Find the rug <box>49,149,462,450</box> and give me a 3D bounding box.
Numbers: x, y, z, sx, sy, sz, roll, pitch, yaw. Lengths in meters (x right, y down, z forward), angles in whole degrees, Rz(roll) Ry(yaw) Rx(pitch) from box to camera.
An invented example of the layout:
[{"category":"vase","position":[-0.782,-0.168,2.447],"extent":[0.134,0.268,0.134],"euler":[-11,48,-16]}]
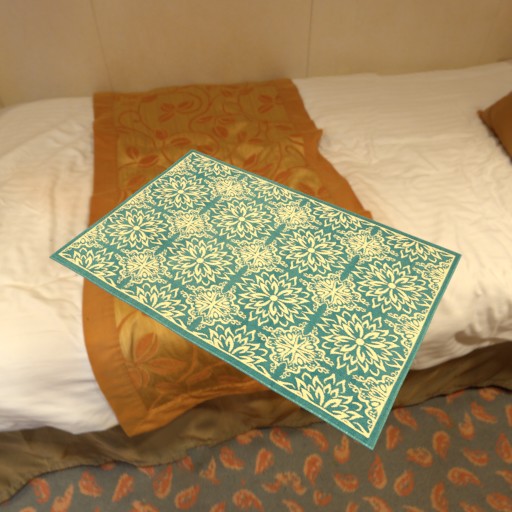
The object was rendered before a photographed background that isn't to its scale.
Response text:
[{"category":"rug","position":[0.000,0.000,3.561],"extent":[2.769,0.018,1.830],"euler":[25,52,22]}]
